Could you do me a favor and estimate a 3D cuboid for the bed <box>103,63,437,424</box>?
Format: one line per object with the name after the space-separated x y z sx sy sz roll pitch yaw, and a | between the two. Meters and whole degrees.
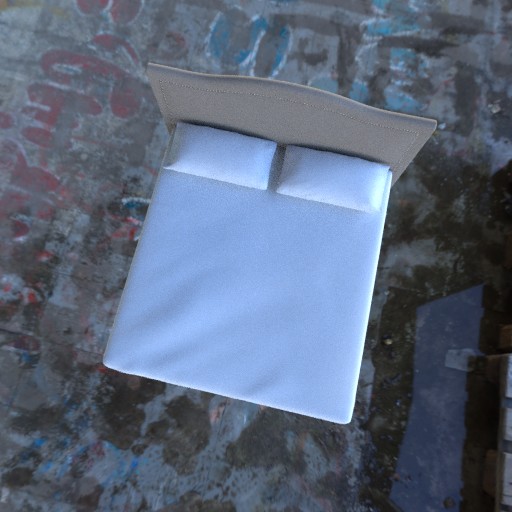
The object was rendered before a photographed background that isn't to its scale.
0.000 0.000 3.449 2.083 1.421 2.182 13 76 3 | bed
